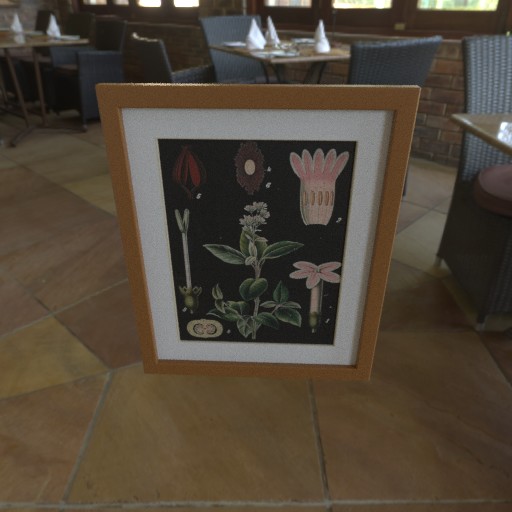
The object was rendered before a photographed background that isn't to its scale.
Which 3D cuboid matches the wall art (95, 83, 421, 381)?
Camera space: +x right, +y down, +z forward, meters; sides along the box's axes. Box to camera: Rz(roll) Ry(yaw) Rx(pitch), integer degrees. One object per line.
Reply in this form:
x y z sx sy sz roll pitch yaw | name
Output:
0.000 0.000 0.755 0.449 0.550 0.021 1 30 2 | wall art
